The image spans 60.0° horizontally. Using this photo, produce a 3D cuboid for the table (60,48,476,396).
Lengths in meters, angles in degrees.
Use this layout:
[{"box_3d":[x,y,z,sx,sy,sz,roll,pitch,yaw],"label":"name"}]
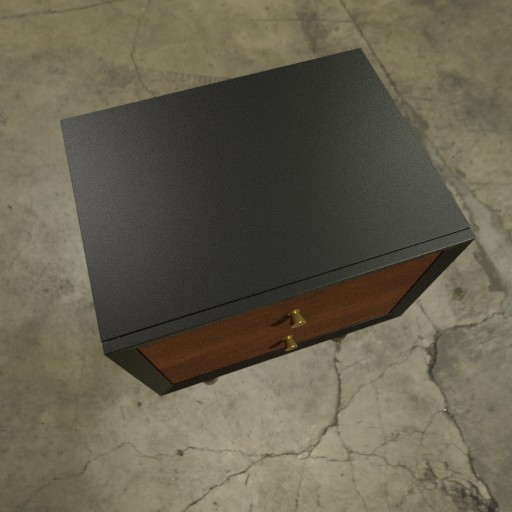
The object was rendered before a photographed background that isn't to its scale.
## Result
[{"box_3d":[0.000,0.000,0.975,0.564,0.584,0.441,-17,66,-8],"label":"table"}]
